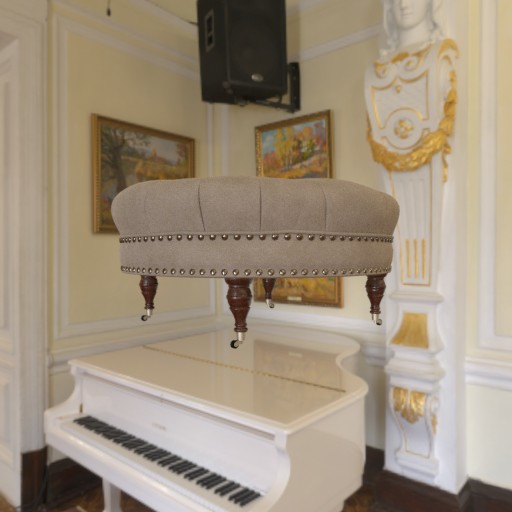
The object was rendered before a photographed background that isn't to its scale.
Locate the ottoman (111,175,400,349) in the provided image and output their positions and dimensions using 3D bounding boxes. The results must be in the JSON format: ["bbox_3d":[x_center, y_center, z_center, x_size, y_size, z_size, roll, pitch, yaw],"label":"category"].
[{"bbox_3d":[0.000,0.000,1.449,0.901,0.439,0.901,0,1,0],"label":"ottoman"}]
